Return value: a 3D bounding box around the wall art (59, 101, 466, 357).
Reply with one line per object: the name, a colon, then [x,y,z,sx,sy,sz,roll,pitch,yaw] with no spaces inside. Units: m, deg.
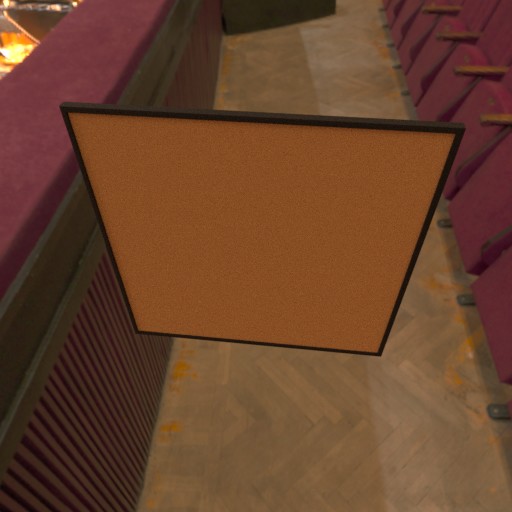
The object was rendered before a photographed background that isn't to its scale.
wall art: [0.000,0.000,0.664,0.458,0.457,0.013,4,46,4]
